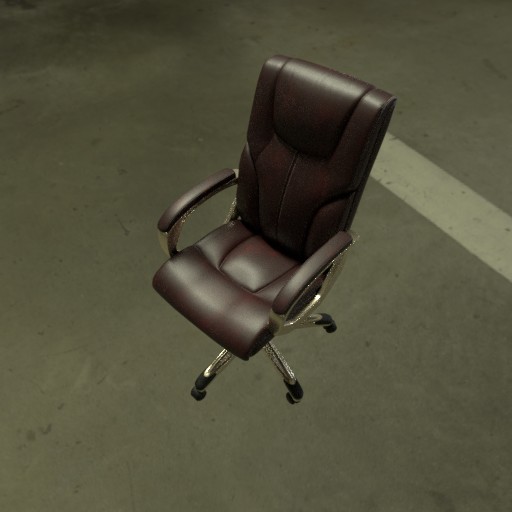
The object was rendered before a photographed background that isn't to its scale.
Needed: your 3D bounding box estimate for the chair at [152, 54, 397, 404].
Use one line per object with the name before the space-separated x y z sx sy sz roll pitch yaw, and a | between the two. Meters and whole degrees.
chair | 0.000 0.000 1.570 0.662 1.107 0.739 33 55 27
